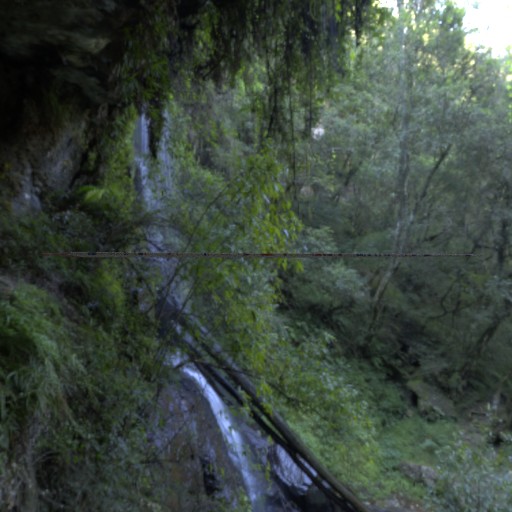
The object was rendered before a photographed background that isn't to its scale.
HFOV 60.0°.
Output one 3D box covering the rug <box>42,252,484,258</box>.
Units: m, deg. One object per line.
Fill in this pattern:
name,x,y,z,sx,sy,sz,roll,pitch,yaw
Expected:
rug,0.000,0.000,2.446,1.997,0.010,1.218,0,-1,-19
